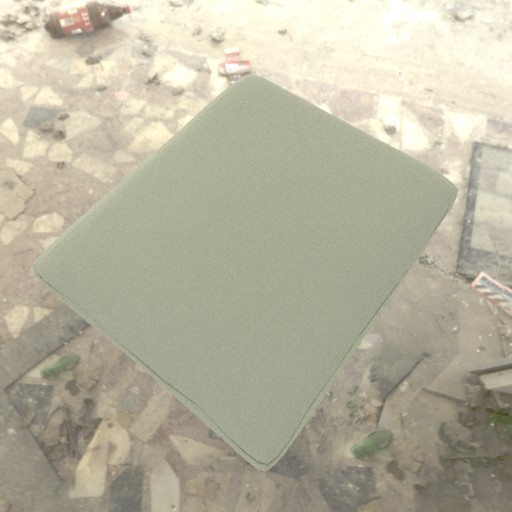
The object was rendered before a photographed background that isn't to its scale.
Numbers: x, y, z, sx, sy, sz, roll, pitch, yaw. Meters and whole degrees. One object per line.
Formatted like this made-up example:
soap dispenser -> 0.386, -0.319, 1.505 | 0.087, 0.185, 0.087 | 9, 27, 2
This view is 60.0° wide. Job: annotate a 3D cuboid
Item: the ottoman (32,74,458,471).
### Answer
ottoman -> 0.000, 0.000, 1.438 | 0.842, 0.494, 0.991 | 34, 67, 17
